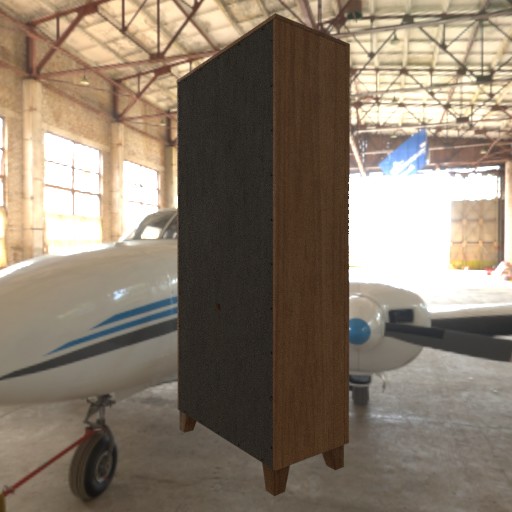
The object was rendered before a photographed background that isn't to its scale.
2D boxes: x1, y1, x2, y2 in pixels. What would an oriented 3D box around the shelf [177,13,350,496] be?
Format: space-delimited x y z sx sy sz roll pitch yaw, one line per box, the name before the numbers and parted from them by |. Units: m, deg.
shelf | 0.000 0.000 2.244 0.453 1.930 0.864 0 1 -37
